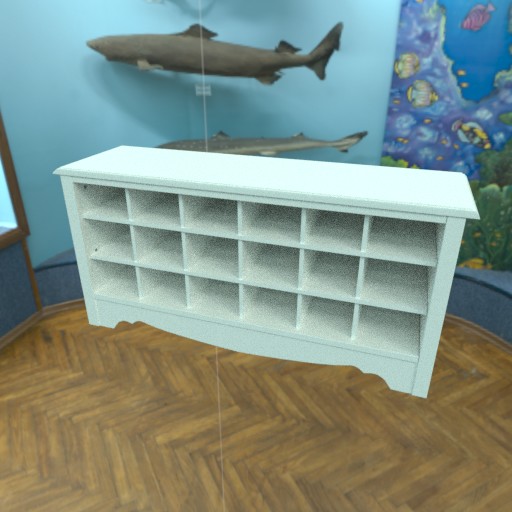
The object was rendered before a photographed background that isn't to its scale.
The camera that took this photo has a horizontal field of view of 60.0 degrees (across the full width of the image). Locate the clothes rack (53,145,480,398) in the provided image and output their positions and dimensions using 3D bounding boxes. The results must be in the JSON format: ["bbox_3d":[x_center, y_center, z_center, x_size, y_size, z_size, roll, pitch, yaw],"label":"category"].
[{"bbox_3d":[0.000,0.000,1.355,1.120,0.531,0.324,8,27,17],"label":"clothes rack"}]
